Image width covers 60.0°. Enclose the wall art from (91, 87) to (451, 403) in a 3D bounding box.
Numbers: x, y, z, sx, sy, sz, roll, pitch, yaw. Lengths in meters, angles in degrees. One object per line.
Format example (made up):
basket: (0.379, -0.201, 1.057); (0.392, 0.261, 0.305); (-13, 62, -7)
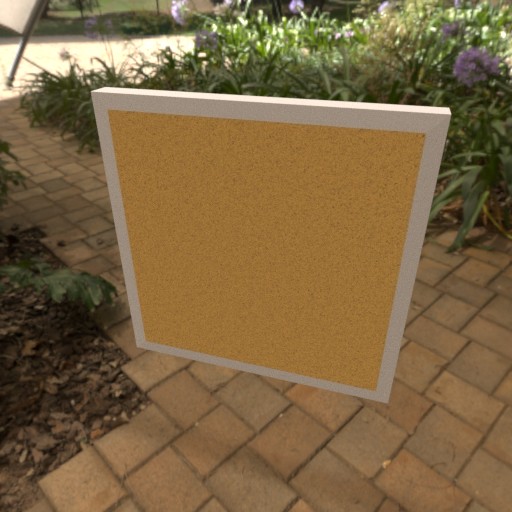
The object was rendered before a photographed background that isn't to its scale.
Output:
wall art: (0.000, 0.000, 1.897); (1.289, 1.291, 0.098); (9, 32, 15)
